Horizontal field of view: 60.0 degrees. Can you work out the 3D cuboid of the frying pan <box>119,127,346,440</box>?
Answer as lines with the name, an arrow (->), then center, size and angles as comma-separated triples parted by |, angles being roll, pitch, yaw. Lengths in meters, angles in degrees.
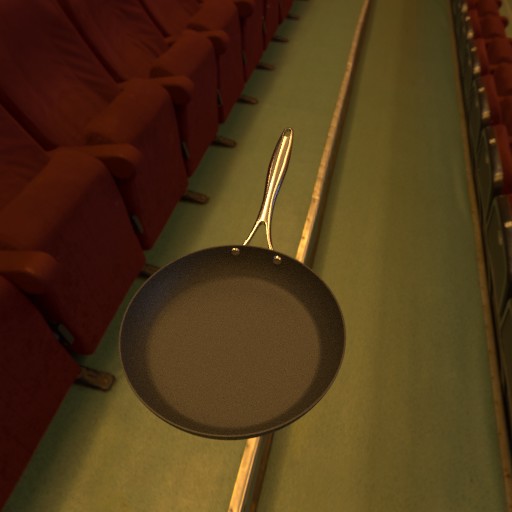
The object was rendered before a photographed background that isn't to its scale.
frying pan -> 0.000, 0.000, 0.576 | 0.255, 0.105, 0.472 | 10, 48, 10
